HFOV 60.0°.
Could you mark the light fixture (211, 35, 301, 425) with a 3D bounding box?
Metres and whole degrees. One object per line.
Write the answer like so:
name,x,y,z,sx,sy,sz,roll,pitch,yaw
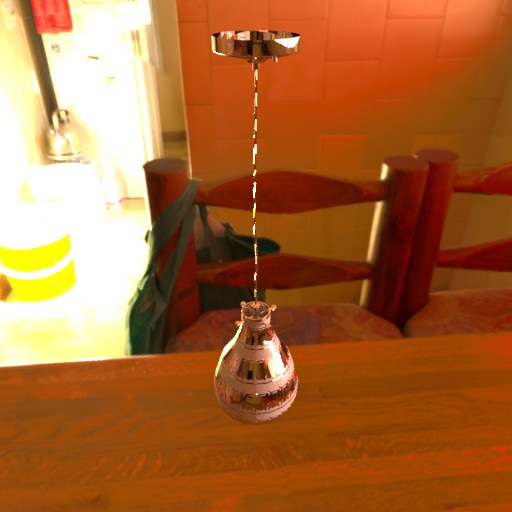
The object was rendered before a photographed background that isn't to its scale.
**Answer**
light fixture,0.000,0.000,1.625,0.374,1.457,0.374,-21,38,-30
